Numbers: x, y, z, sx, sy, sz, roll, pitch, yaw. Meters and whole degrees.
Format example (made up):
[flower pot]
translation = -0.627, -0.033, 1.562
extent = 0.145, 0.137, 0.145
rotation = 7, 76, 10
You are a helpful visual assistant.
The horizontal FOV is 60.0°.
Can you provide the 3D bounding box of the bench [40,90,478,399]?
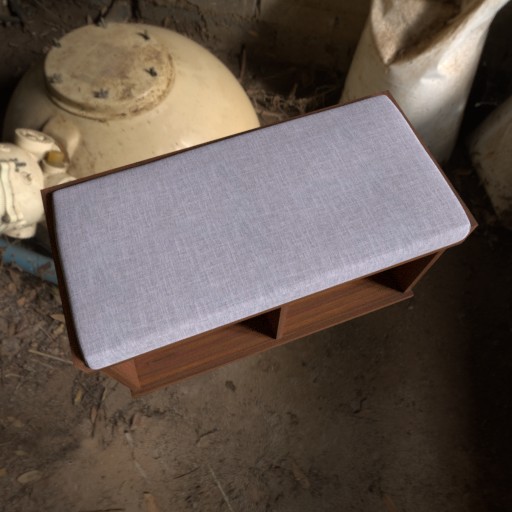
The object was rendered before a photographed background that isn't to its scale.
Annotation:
[bench]
translation = 0.000, 0.000, 0.999
extent = 0.734, 0.461, 0.362
rotation = -18, 66, -9
